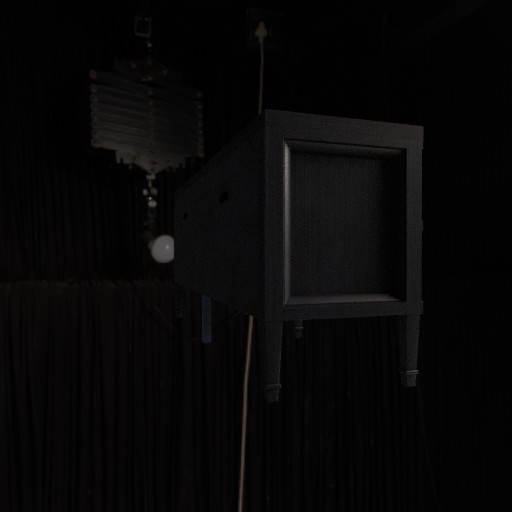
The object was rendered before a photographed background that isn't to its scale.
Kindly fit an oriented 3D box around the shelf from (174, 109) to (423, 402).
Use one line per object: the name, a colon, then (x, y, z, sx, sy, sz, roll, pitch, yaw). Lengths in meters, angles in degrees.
shelf: (0.000, 0.000, 1.897, 0.479, 0.719, 1.575, 0, 0, -18)
